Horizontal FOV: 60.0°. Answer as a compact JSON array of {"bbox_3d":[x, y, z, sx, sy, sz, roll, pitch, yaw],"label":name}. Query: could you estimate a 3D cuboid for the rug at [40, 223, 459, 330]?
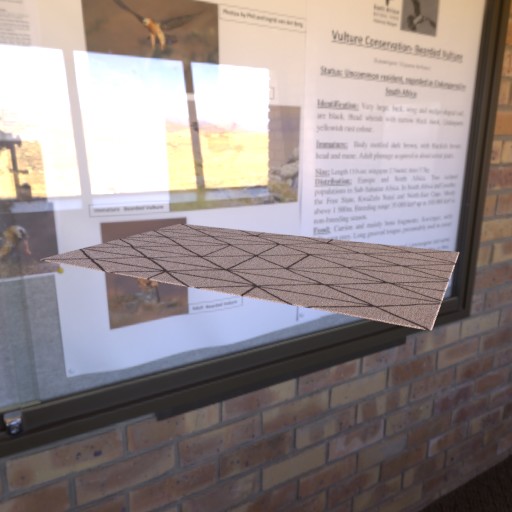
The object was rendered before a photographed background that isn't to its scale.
[{"bbox_3d":[0.000,0.000,3.060,2.465,0.008,1.526,7,16,27],"label":"rug"}]
